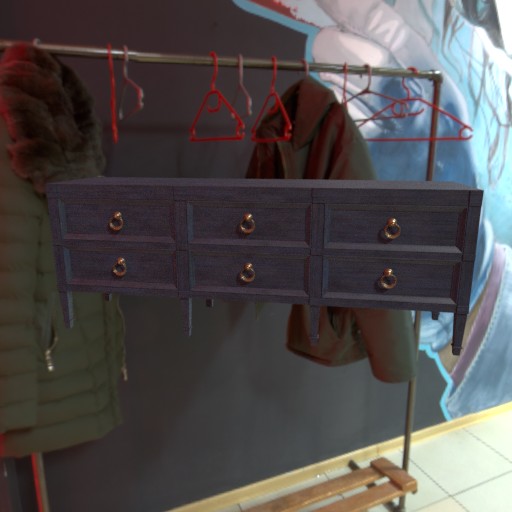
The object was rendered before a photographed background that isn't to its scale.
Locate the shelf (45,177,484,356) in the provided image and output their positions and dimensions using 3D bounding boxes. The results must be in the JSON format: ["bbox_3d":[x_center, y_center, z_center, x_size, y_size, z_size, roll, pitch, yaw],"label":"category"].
[{"bbox_3d":[0.000,0.000,2.182,1.878,0.715,0.471,2,14,9],"label":"shelf"}]
